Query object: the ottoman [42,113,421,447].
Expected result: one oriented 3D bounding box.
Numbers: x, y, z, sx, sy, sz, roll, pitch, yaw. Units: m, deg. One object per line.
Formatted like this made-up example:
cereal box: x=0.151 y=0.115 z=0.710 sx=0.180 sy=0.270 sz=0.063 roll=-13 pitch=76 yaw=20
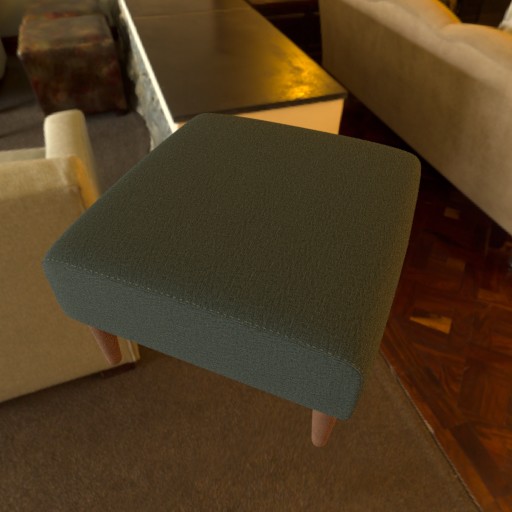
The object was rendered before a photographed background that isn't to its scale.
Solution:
ottoman: x=0.000 y=0.000 z=1.058 sx=0.649 sy=0.398 sz=0.650 roll=16 pitch=46 yaw=16
